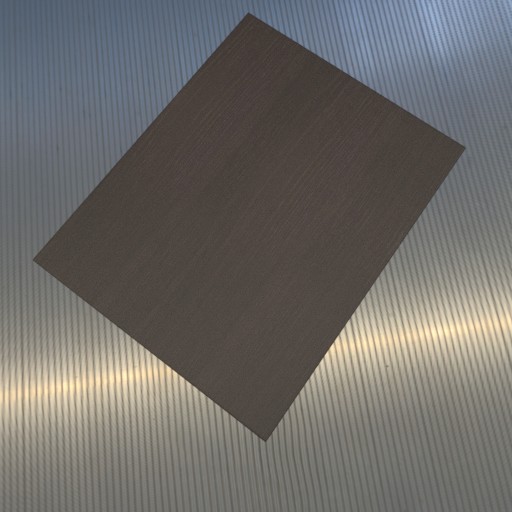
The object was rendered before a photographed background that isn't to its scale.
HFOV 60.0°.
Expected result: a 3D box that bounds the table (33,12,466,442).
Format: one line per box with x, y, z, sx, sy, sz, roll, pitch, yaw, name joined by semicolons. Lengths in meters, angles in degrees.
0.000;0.000;0.913;0.381;0.635;0.480;35;79;8;table
